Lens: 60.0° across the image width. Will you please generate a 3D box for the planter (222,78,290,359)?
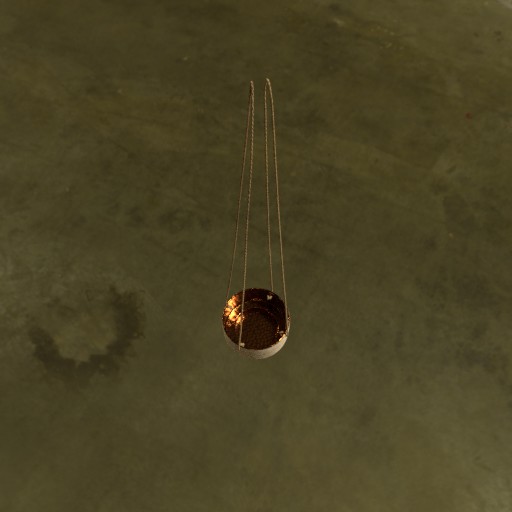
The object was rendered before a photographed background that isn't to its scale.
[{"bbox_3d":[0.000,0.000,1.117,0.223,1.030,0.223,-14,60,-8],"label":"planter"}]
